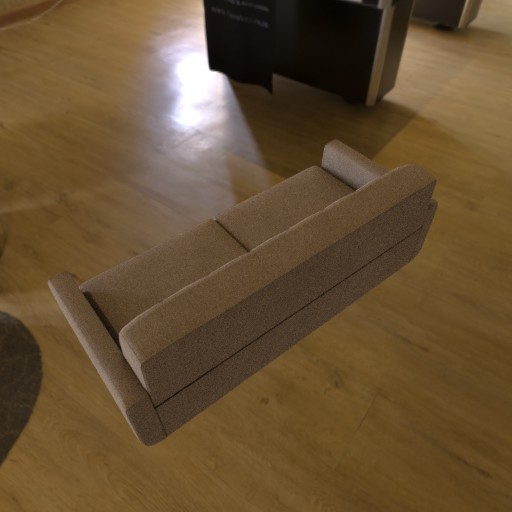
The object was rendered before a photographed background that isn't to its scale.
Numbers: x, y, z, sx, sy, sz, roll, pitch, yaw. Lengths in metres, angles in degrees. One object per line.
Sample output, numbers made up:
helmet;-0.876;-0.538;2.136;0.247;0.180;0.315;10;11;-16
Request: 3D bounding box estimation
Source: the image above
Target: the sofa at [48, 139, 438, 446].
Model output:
sofa;0.000;0.000;2.523;2.029;0.841;0.909;-30;54;-25
